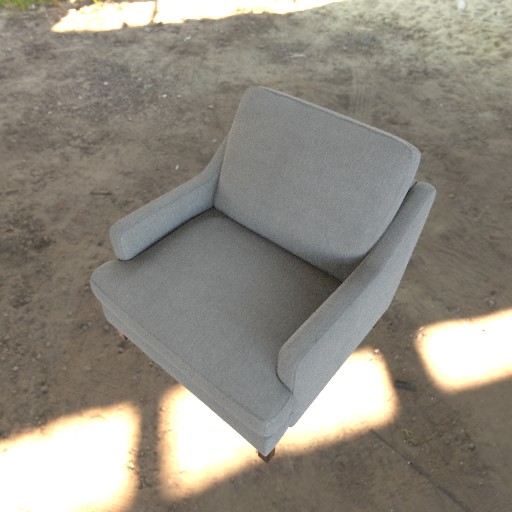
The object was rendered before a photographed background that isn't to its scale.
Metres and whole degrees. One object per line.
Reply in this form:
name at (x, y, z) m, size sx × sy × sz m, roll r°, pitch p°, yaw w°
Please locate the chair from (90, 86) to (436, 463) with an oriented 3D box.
chair at (0.000, 0.000, 1.551) m, size 0.826 × 0.821 × 0.892 m, roll 32°, pitch 54°, yaw 26°
